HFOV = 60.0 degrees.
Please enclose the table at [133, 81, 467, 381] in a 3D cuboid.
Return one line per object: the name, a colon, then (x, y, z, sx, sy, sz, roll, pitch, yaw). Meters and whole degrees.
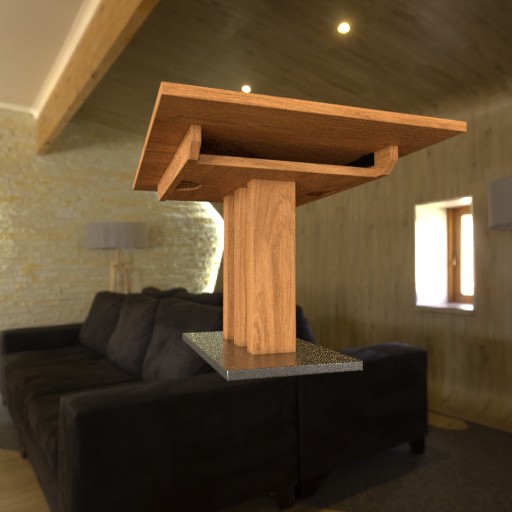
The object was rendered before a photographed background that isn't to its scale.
table: (0.000, 0.000, 1.789, 0.900, 0.770, 1.300, 1, -2, -18)
